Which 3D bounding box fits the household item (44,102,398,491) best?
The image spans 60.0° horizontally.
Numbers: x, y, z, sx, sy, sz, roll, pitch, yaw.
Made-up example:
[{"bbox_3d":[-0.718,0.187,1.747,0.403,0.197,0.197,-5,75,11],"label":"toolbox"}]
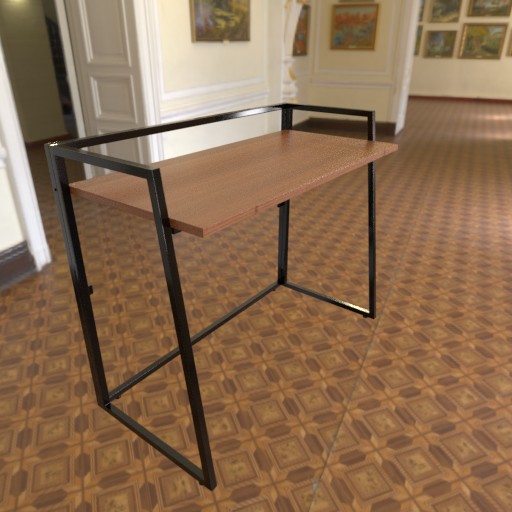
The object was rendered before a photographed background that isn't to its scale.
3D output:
[{"bbox_3d":[0.000,0.000,1.507,0.510,0.860,1.050,19,31,33],"label":"household item"}]
